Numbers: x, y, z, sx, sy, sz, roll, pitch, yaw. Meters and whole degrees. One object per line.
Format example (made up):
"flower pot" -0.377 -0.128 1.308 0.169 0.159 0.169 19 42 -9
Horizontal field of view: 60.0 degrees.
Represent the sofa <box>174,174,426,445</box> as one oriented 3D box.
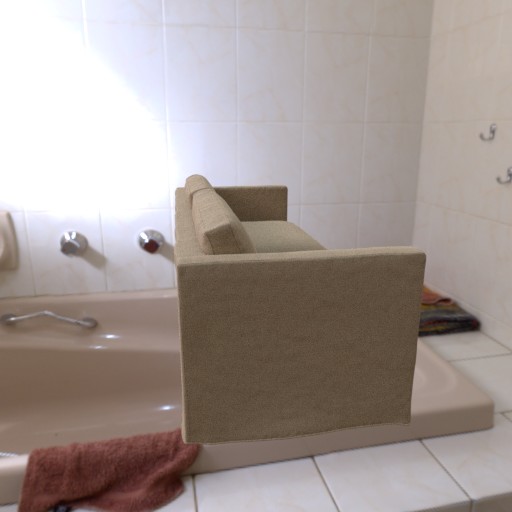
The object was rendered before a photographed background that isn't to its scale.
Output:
"sofa" 0.000 0.000 2.720 0.962 0.853 2.312 -3 16 -9
